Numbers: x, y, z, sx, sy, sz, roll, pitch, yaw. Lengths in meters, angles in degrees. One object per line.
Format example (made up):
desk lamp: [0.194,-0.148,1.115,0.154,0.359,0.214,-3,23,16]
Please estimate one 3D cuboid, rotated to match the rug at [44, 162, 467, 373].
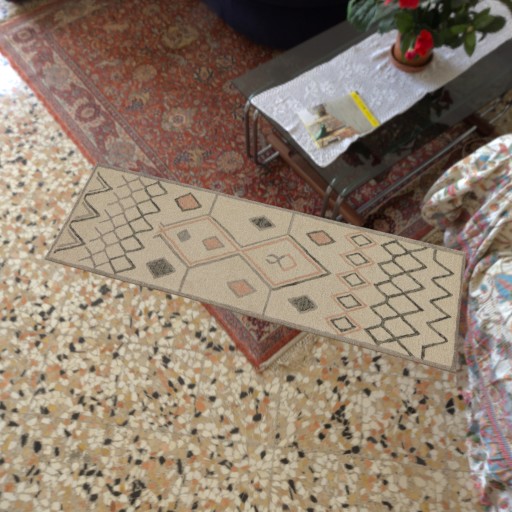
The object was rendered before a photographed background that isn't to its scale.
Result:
rug: [0.000,0.000,2.670,2.435,0.011,0.750,15,65,7]
